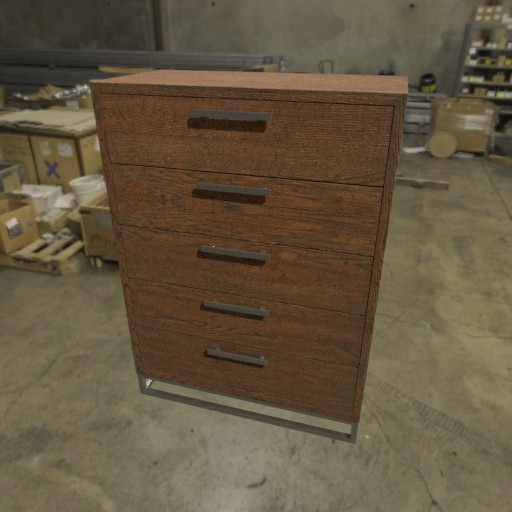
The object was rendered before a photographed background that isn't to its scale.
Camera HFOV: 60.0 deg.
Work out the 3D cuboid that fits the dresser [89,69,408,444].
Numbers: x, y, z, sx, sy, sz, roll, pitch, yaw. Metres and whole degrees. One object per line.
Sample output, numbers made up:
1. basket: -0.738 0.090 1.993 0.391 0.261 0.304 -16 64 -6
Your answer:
1. dresser: 0.000 0.000 1.774 0.965 1.321 0.508 8 28 15
